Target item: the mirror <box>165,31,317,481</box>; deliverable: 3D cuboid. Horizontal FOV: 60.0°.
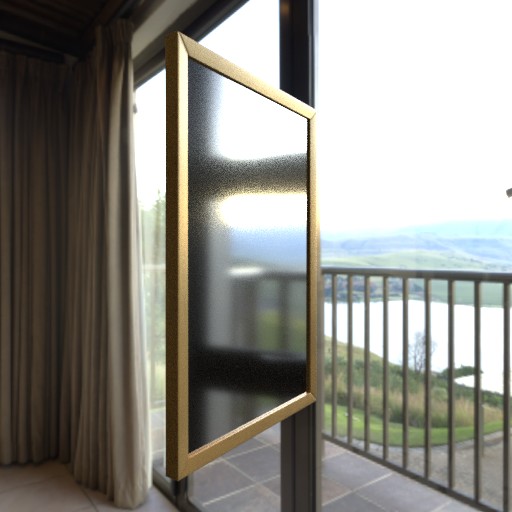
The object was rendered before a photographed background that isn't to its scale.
[{"bbox_3d":[0.000,0.000,1.160,0.040,0.915,0.609,0,0,35],"label":"mirror"}]
